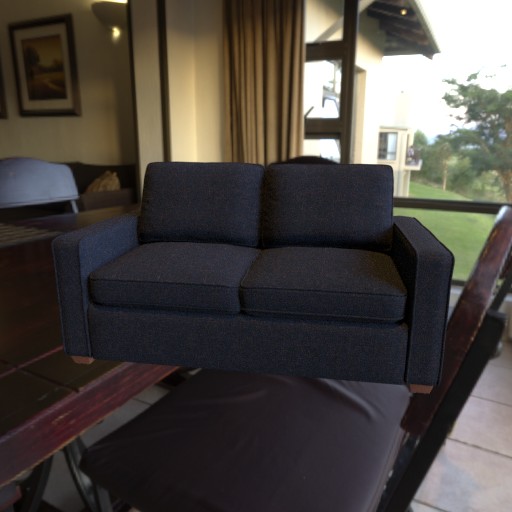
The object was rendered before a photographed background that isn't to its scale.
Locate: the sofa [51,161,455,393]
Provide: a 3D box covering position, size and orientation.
[{"bbox_3d":[0.000,0.000,2.281,1.709,0.918,0.947,2,15,9],"label":"sofa"}]
